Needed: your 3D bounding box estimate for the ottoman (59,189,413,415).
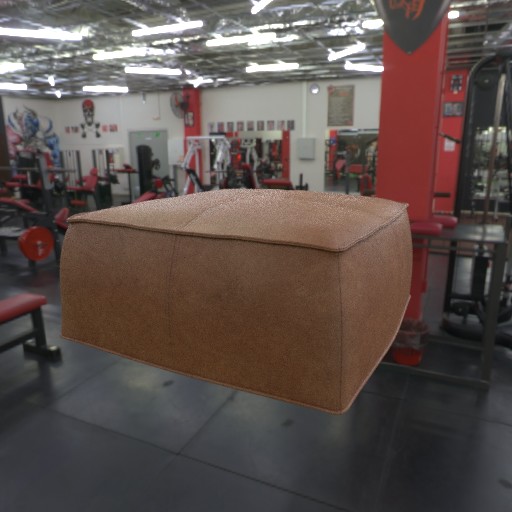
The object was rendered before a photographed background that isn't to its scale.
[{"bbox_3d":[0.000,0.000,1.421,0.901,0.395,0.902,7,16,27],"label":"ottoman"}]
